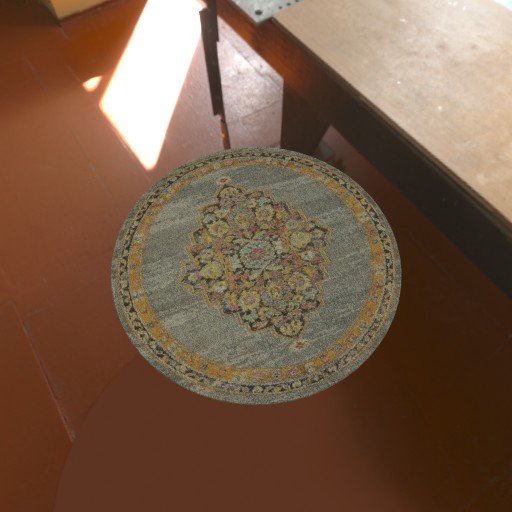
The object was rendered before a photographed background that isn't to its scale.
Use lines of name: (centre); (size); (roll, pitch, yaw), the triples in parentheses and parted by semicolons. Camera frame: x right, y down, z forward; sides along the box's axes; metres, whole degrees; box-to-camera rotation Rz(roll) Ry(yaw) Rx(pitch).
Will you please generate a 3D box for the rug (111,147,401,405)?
rug: (0.000, 0.000, 2.468); (1.598, 0.010, 1.598); (0, 61, 0)
